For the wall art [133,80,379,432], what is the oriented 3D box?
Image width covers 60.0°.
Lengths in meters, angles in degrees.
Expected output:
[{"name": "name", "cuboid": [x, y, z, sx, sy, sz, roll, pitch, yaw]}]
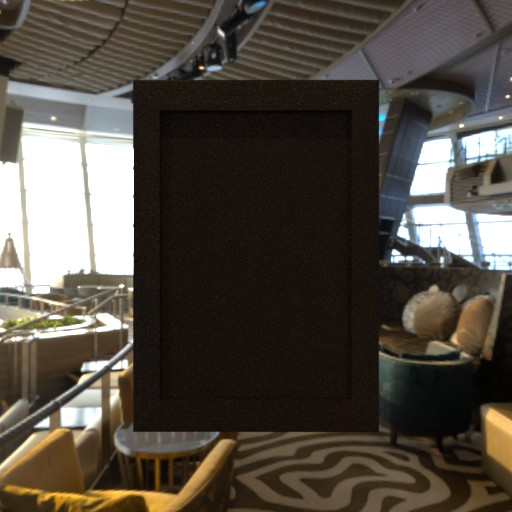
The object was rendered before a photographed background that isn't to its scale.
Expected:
[{"name": "wall art", "cuboid": [0.000, 0.000, 0.655, 0.359, 0.513, 0.017, 0, 0, 0]}]
